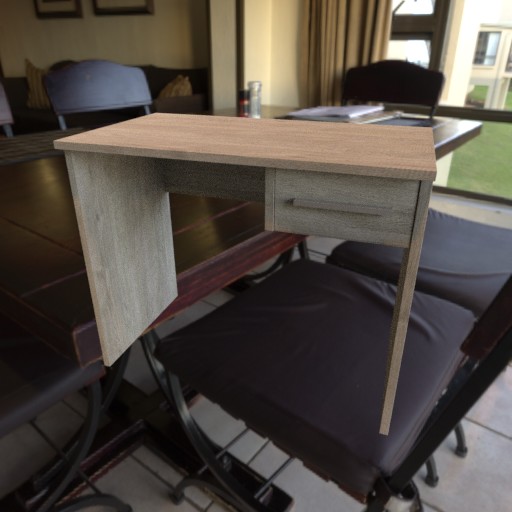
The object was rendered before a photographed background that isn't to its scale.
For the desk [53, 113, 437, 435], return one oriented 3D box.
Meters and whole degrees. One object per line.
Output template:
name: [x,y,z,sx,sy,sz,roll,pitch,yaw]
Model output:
desk: [0.000,0.000,1.339,0.893,0.724,0.498,8,27,17]
